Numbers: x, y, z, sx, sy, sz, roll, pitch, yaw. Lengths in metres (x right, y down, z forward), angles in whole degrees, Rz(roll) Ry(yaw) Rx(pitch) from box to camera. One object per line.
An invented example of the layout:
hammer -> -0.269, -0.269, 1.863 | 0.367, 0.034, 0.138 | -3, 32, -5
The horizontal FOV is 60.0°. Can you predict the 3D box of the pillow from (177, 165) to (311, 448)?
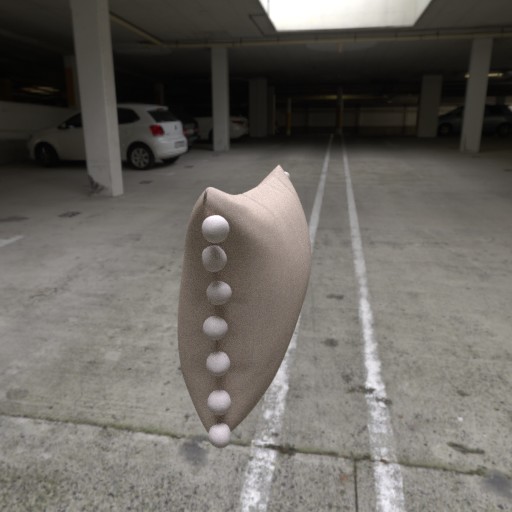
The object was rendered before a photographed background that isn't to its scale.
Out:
pillow -> 0.000, 0.000, 0.821 | 0.201, 0.322, 0.709 | 3, 15, 9
